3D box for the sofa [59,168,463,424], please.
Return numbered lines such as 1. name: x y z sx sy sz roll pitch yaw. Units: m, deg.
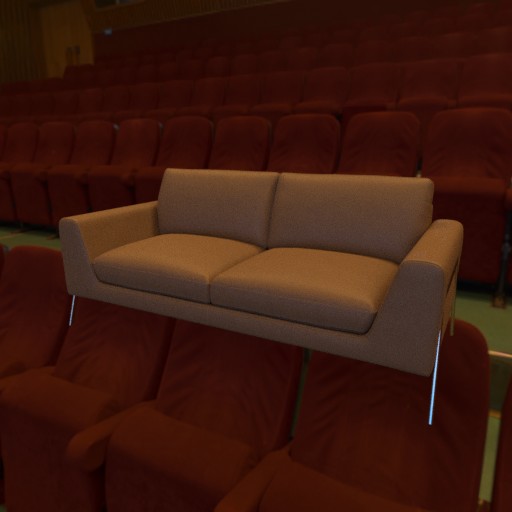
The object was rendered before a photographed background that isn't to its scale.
1. sofa: 0.000 0.000 2.436 2.017 0.875 0.953 8 17 27
